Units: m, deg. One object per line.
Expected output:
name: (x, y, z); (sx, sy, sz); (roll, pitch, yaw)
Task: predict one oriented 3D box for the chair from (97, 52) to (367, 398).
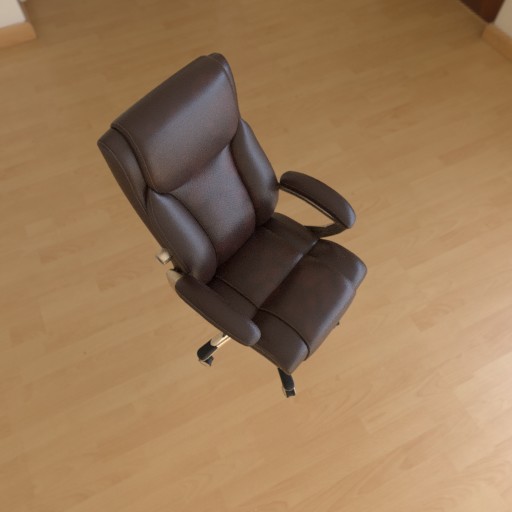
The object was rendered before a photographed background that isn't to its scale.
chair: (0.000, 0.000, 1.652); (0.749, 1.194, 0.692); (35, 66, 18)
